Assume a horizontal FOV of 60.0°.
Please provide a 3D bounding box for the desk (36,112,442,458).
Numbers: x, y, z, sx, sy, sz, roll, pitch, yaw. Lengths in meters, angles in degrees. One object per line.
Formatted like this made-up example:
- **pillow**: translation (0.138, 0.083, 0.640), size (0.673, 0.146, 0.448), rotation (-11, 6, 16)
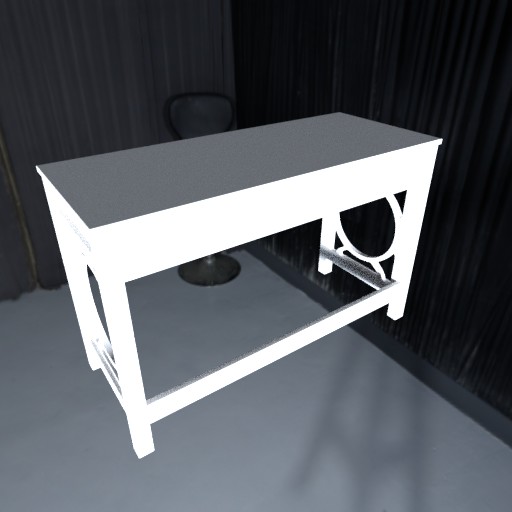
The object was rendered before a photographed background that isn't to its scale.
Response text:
- **desk**: translation (0.000, 0.000, 1.577), size (1.191, 0.762, 0.504), rotation (-19, 35, -30)
